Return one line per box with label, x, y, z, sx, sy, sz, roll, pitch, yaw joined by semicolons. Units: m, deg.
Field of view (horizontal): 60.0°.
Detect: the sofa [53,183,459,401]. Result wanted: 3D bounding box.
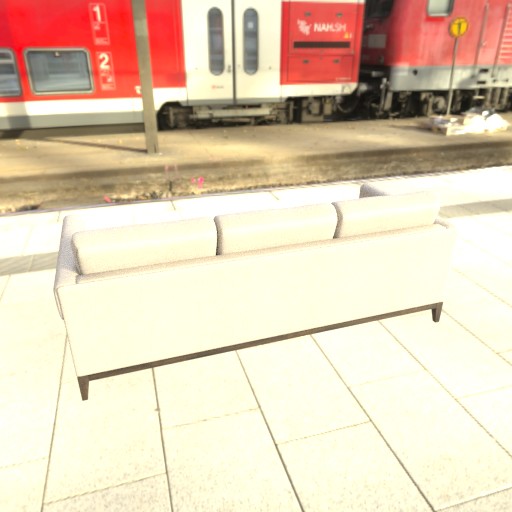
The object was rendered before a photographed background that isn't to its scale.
sofa;0.000;0.000;2.759;2.210;0.838;0.959;-8;27;-17
